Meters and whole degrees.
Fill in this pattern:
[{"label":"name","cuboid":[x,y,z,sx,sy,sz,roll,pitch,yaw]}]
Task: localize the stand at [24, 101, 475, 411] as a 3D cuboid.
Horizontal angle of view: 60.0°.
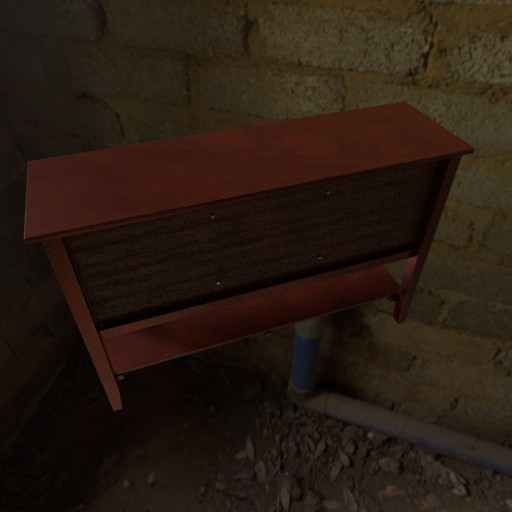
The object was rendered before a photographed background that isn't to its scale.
[{"label":"stand","cuboid":[0.000,0.000,1.698,1.362,0.872,0.410,-13,44,-15]}]
